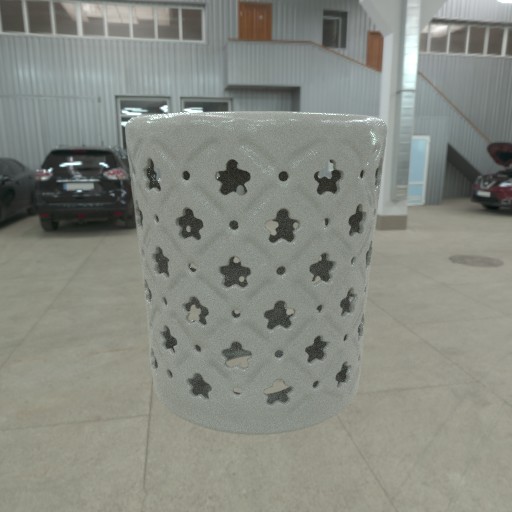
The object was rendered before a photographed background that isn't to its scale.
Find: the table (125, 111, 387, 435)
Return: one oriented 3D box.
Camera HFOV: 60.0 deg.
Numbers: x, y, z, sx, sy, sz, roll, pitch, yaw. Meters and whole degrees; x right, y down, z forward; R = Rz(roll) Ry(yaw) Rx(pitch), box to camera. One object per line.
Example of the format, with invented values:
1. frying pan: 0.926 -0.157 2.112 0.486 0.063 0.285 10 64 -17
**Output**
1. table: 0.000 0.000 0.657 0.352 0.387 0.352 0 13 0
